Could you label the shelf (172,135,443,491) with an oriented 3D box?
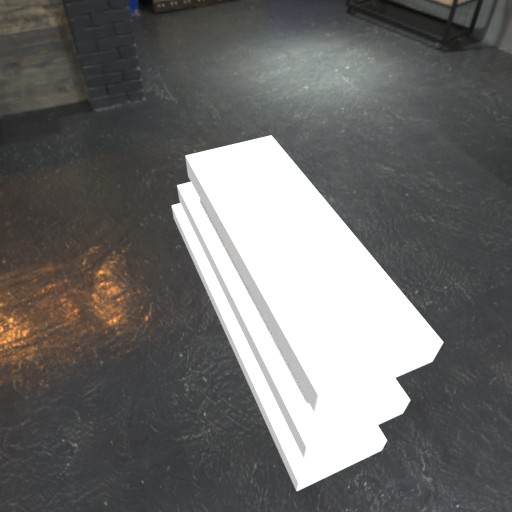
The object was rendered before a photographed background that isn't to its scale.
[{"bbox_3d":[0.000,0.000,0.714,0.140,0.293,0.610,-17,49,-16],"label":"shelf"}]
